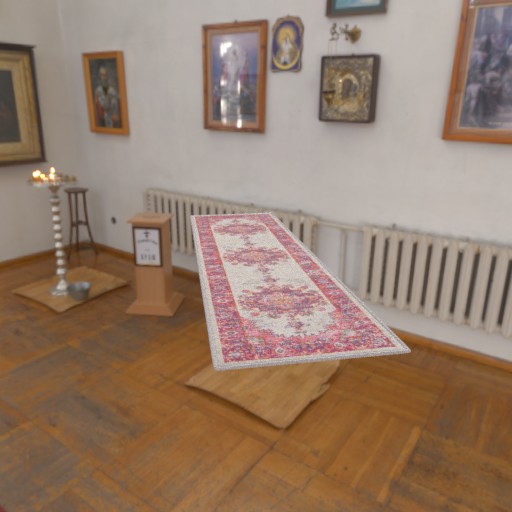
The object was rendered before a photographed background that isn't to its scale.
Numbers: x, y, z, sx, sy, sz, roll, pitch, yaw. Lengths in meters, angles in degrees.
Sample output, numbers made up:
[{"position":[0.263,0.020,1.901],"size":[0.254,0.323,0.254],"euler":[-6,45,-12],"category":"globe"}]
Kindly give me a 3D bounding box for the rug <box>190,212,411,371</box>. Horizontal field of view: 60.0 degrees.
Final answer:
[{"position":[0.000,0.000,2.509],"size":[0.666,0.011,2.294],"euler":[-3,18,-9],"category":"rug"}]
